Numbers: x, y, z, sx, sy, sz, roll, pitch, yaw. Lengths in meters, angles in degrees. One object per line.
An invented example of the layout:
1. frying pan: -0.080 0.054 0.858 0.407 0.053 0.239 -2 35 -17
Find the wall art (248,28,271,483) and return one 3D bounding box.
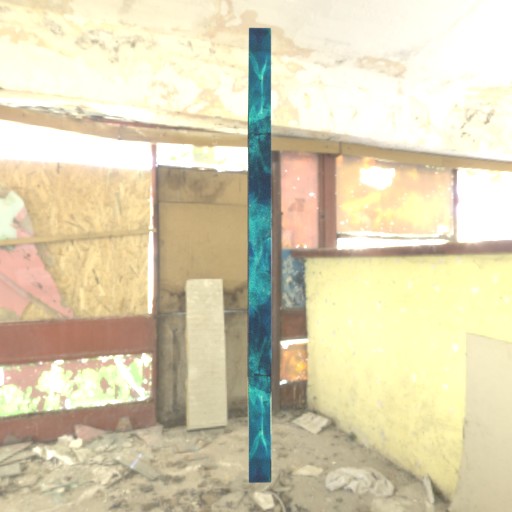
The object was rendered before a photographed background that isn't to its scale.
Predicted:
1. wall art: 0.000 0.000 1.045 0.038 0.760 0.609 0 -1 -1
